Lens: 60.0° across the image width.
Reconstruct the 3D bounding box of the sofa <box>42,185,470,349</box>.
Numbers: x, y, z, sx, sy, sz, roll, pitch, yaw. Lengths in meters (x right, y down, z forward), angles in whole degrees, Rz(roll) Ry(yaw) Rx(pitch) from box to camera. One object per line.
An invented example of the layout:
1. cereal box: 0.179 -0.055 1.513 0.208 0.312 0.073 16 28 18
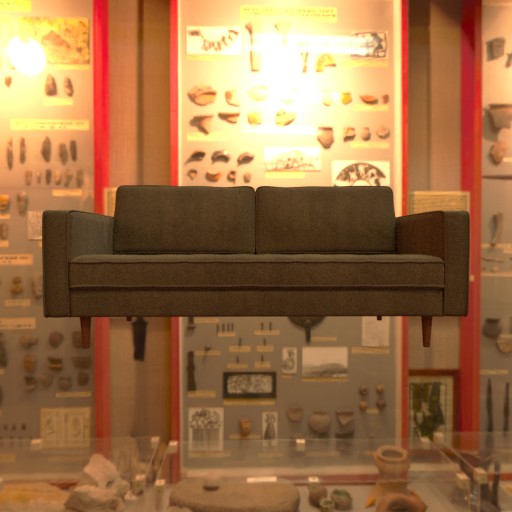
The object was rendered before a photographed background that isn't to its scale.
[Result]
1. sofa: 0.000 0.000 2.397 1.920 0.825 0.924 0 1 -1
